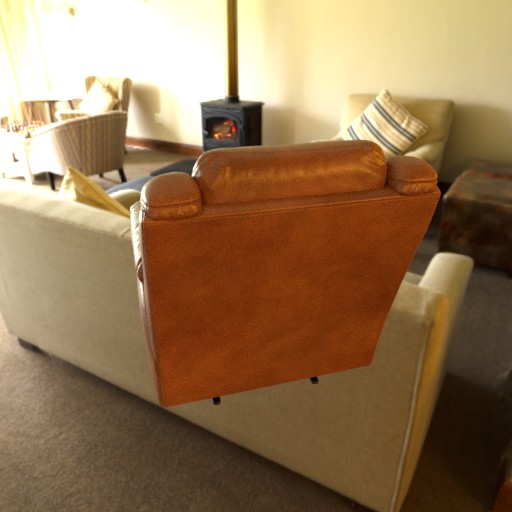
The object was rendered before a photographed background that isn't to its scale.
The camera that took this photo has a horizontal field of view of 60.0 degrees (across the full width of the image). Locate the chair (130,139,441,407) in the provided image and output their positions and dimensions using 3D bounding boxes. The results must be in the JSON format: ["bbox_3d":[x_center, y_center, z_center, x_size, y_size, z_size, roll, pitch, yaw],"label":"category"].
[{"bbox_3d":[0.000,0.000,1.864,0.990,1.093,1.041,-7,27,-15],"label":"chair"}]
